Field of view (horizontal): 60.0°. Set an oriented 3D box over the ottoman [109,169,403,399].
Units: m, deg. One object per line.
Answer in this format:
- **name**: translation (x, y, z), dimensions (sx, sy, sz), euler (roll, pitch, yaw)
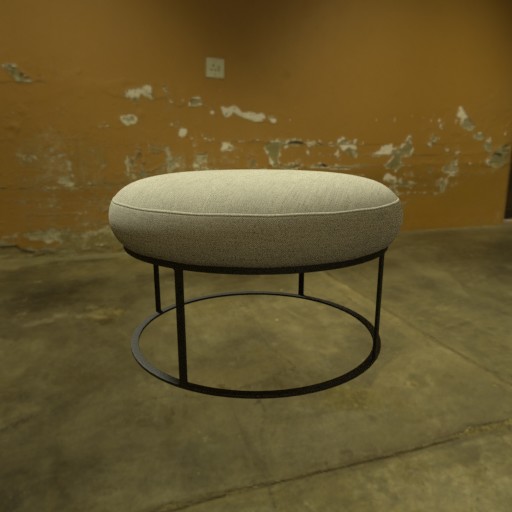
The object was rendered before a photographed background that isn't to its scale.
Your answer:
- **ottoman**: translation (0.000, 0.000, 1.245), dimensions (0.769, 0.459, 0.769), euler (0, 14, 0)
